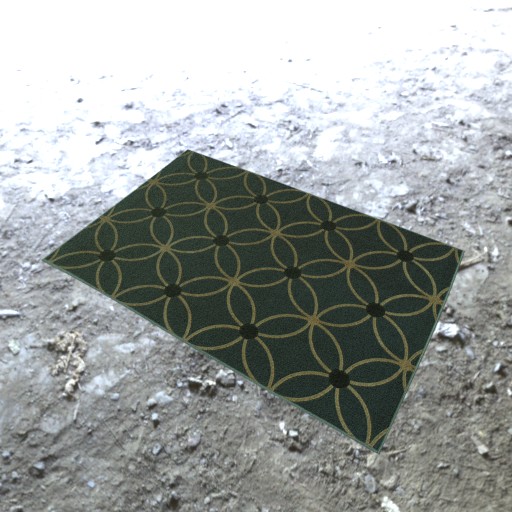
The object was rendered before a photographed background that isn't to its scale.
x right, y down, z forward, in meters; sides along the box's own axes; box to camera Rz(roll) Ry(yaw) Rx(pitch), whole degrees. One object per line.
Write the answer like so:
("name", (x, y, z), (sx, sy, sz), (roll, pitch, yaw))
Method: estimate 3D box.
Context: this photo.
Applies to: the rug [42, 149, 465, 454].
("rug", (0.000, 0.000, 2.853), (2.284, 0.008, 1.522), (24, 51, 22))
